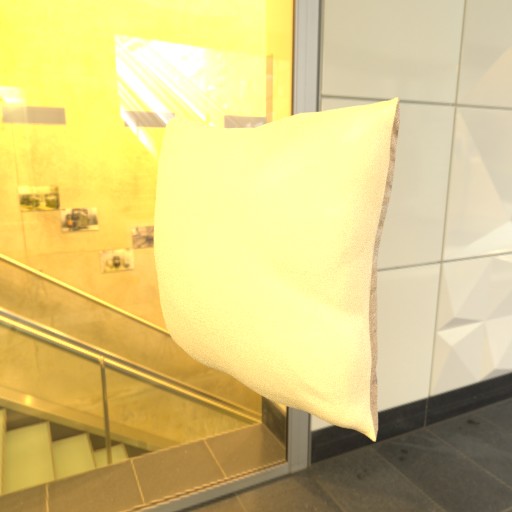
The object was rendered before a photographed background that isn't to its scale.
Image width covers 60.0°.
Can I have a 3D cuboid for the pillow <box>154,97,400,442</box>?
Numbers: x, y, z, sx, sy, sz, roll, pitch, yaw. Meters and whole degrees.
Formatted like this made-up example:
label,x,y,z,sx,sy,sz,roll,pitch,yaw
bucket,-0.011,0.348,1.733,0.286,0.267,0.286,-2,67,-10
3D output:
label,x,y,z,sx,sy,sz,roll,pitch,yaw
pillow,0.000,0.000,0.705,0.245,0.448,0.450,-12,17,-43
